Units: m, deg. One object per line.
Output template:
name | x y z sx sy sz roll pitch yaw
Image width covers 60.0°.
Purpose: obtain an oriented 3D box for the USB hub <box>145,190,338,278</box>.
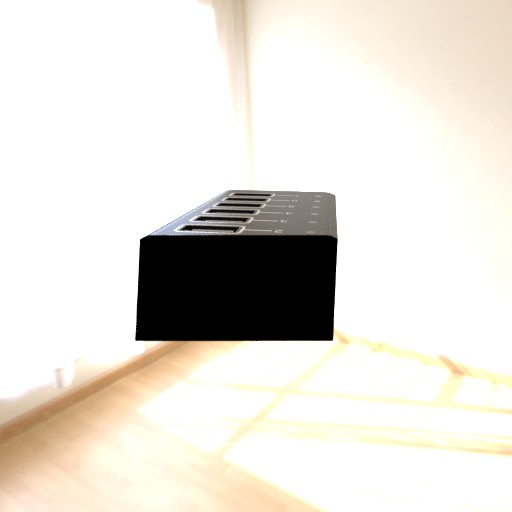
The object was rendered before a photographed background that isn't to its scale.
USB hub | 0.000 0.000 0.125 0.044 0.023 0.110 3 16 9
